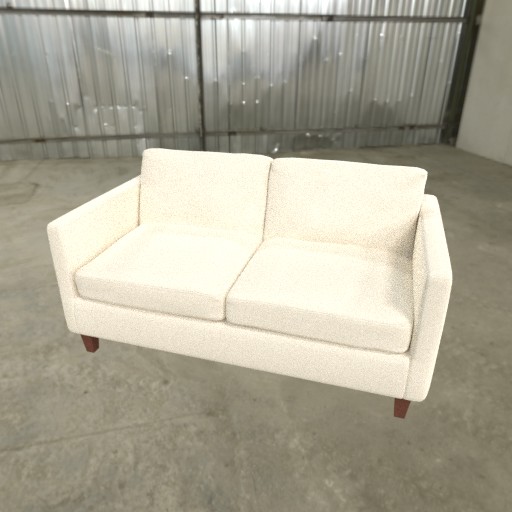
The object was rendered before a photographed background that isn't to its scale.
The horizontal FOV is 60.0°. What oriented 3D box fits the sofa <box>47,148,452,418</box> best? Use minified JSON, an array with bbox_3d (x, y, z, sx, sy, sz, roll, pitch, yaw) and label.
[{"bbox_3d":[0.000,0.000,2.223,1.702,0.888,0.964,8,27,15],"label":"sofa"}]
